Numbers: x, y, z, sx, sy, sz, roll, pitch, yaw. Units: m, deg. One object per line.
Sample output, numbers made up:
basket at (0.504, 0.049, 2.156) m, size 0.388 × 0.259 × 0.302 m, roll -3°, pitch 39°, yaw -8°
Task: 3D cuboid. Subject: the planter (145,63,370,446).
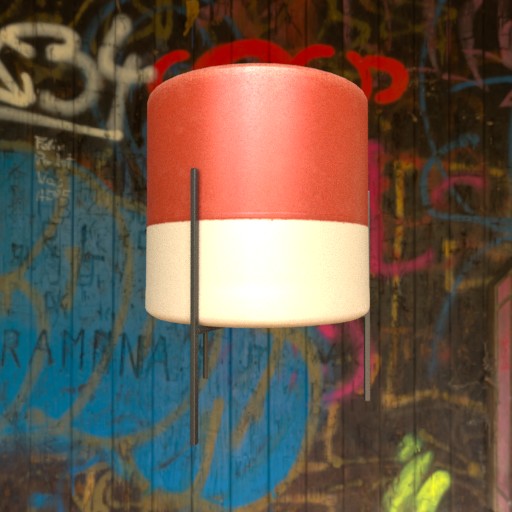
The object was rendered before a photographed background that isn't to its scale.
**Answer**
planter at (0.000, 0.000, 0.708) m, size 0.345 × 0.465 × 0.354 m, roll 0°, pitch -1°, yaw -34°
